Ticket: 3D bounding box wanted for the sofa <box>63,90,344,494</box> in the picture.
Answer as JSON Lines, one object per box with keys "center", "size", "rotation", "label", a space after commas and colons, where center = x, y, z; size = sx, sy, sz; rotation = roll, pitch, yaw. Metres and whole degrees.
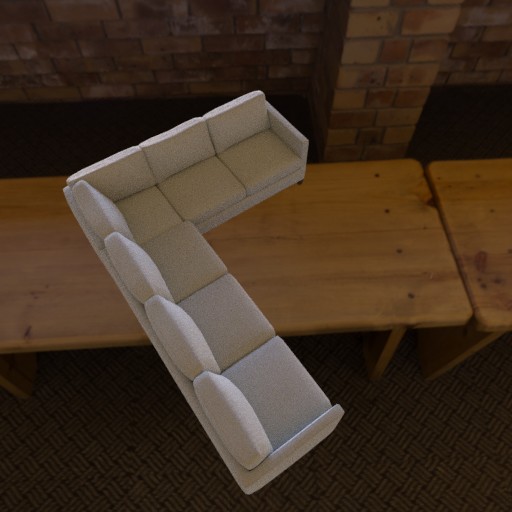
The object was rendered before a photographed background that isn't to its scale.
{"center": [0.000, 0.000, 4.330], "size": [2.522, 0.934, 3.333], "rotation": [-31, 63, -18], "label": "sofa"}
